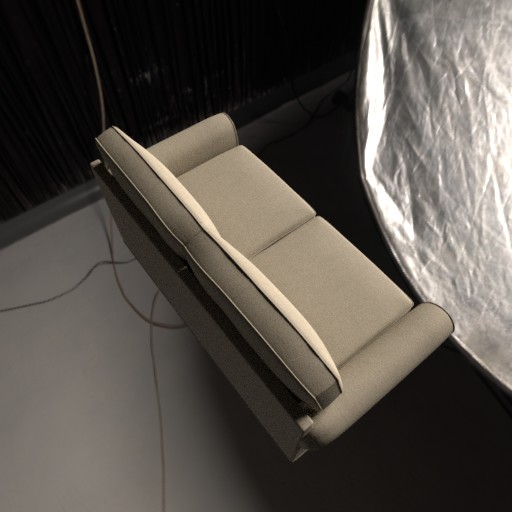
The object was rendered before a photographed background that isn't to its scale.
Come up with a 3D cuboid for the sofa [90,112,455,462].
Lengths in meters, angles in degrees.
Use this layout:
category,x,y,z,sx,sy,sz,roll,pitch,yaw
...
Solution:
category,x,y,z,sx,sy,sz,roll,pitch,yaw
sofa,0.000,0.000,2.243,0.861,0.933,1.774,-33,63,-19
